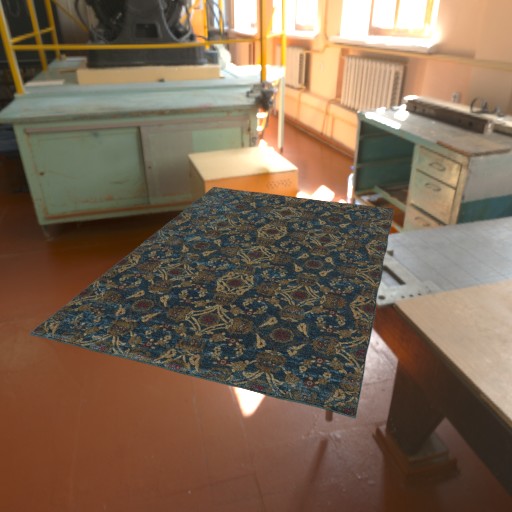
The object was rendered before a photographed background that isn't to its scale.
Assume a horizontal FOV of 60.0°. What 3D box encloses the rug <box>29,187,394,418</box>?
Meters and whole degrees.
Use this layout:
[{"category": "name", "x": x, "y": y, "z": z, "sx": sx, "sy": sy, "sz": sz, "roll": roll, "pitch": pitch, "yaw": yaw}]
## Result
[{"category": "rug", "x": 0.000, "y": 0.000, "z": 4.228, "sx": 2.337, "sy": 0.013, "sz": 3.291, "roll": 9, "pitch": 30, "yaw": 17}]
